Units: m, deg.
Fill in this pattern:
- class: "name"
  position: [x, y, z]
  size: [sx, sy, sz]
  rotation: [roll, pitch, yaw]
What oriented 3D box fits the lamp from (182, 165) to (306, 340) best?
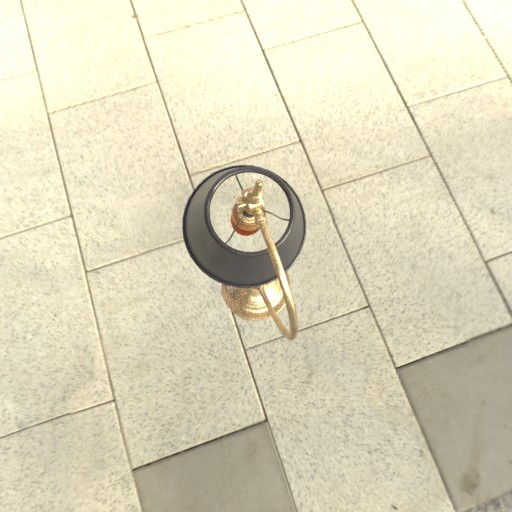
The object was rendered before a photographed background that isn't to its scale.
- class: "lamp"
  position: [0.000, 0.000, 0.839]
  size: [0.235, 0.675, 0.344]
  rotation: [-20, 75, -6]
